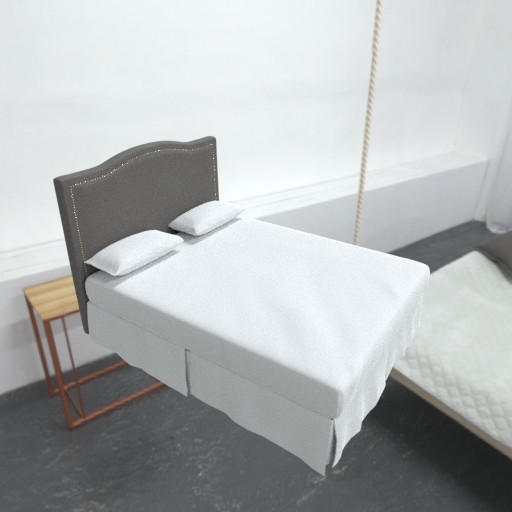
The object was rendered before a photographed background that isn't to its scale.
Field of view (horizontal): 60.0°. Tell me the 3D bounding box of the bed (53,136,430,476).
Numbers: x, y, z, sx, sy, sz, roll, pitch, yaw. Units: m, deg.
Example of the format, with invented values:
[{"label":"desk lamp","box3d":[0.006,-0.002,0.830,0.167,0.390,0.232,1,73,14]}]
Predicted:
[{"label":"bed","box3d":[0.000,0.000,3.408,2.282,1.436,1.821,17,32,30]}]
